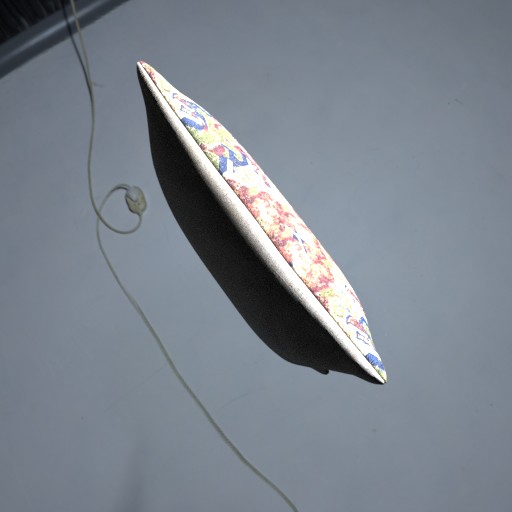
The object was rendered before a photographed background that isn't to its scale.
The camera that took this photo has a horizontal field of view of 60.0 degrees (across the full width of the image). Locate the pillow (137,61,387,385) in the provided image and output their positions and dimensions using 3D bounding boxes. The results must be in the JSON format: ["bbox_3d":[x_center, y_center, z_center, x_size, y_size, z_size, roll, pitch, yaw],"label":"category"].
[{"bbox_3d":[0.000,0.000,0.789,0.166,0.506,0.523,-35,79,-8],"label":"pillow"}]
